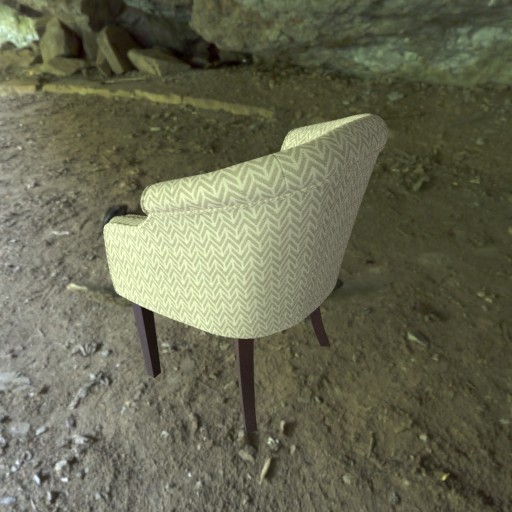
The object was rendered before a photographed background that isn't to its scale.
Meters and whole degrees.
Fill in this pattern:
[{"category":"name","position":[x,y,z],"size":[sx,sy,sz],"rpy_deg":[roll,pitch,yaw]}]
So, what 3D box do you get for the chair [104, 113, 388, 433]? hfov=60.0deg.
[{"category":"chair","position":[0.000,0.000,1.326],"size":[0.613,0.858,0.686],"rpy_deg":[20,36,31]}]
